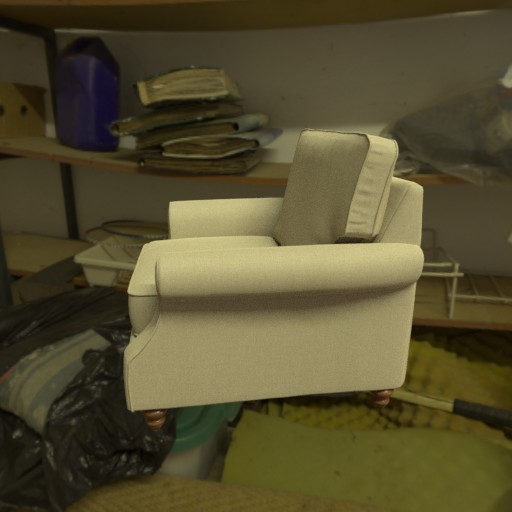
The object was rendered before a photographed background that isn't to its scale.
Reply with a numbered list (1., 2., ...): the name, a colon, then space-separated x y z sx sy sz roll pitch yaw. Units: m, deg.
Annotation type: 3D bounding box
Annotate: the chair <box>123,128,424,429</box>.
1. chair: 0.000 0.000 1.772 0.966 0.967 1.029 -2 17 -8
